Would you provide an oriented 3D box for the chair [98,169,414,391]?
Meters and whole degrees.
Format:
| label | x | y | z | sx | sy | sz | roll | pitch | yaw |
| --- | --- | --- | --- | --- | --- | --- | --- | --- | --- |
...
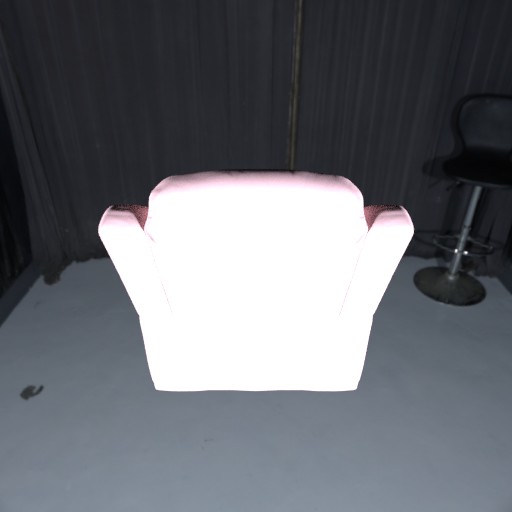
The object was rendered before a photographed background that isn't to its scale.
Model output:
| label | x | y | z | sx | sy | sz | roll | pitch | yaw |
| --- | --- | --- | --- | --- | --- | --- | --- | --- | --- |
| chair | 0.000 | 0.000 | 1.249 | 0.680 | 0.702 | 0.709 | 0 | 31 | 0 |
